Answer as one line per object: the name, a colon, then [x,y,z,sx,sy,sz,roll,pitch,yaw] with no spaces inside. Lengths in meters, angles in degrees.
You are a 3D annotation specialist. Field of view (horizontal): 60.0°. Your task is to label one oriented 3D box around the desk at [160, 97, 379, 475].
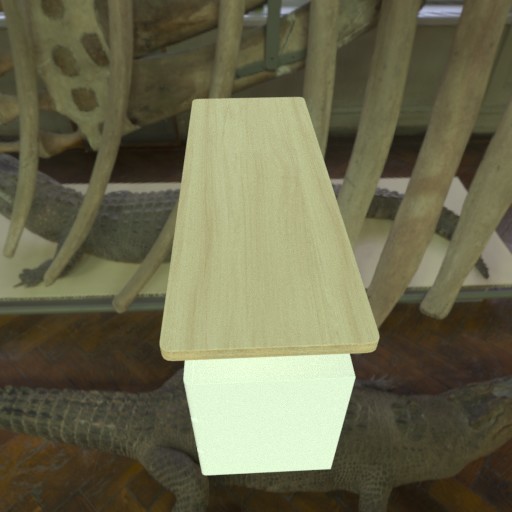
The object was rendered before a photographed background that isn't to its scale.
desk: [0.000,0.000,1.893,0.550,0.755,1.500,-2,42,-2]
